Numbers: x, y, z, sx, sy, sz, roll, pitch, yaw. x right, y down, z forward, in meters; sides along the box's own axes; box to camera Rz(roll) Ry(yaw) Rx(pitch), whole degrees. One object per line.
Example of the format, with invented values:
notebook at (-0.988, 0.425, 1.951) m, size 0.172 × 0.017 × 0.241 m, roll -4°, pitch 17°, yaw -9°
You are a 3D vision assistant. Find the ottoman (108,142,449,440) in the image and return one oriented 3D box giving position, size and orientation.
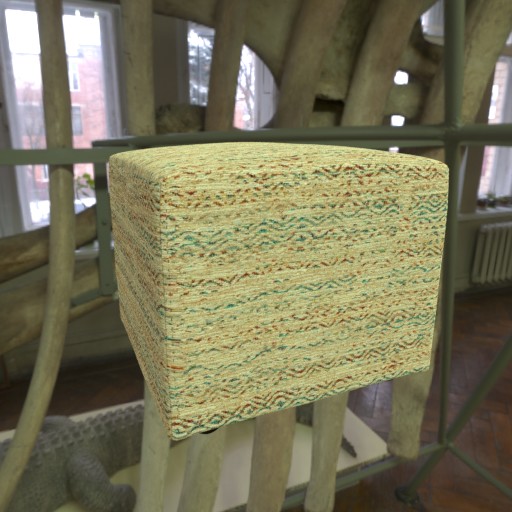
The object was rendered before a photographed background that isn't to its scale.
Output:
ottoman at (0.000, 0.000, 0.918) m, size 0.512 × 0.453 × 0.521 m, roll -7°, pitch 17°, yaw -23°
